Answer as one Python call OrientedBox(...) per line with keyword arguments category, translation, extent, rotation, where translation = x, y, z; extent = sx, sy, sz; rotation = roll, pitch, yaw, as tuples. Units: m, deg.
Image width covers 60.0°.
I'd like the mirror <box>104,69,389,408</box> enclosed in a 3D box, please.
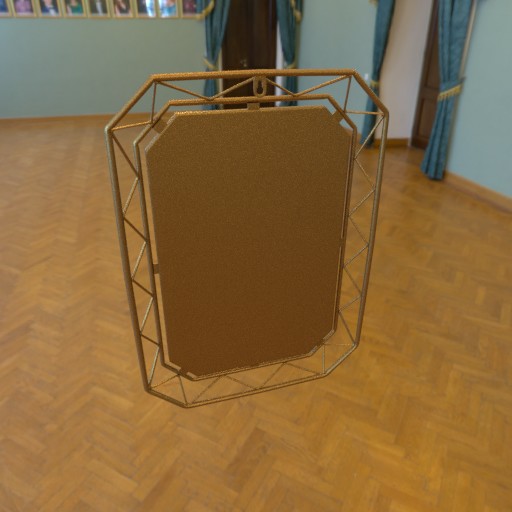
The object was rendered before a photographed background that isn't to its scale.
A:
OrientedBox(category="mirror", translation=(0.000, 0.000, 0.724), extent=(0.417, 0.566, 0.042), rotation=(-8, 28, -15))
